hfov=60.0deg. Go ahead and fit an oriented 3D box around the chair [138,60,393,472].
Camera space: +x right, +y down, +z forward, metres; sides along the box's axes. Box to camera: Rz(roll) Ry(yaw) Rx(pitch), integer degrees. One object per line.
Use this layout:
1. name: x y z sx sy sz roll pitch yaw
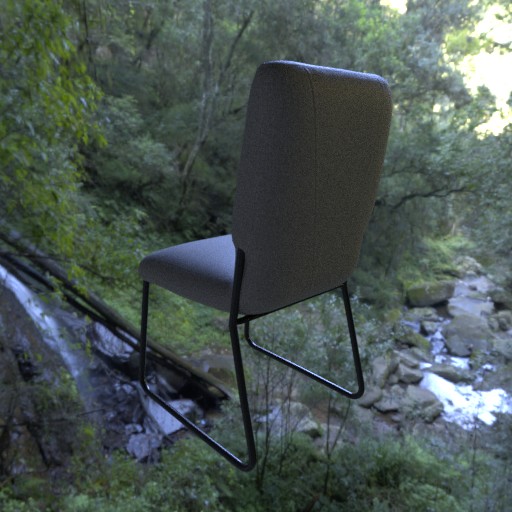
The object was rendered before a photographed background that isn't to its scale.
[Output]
1. chair: 0.000 0.000 1.158 0.448 0.864 0.560 -14 21 -41
